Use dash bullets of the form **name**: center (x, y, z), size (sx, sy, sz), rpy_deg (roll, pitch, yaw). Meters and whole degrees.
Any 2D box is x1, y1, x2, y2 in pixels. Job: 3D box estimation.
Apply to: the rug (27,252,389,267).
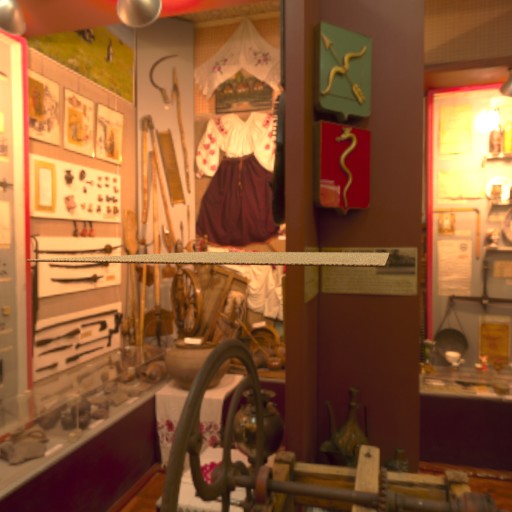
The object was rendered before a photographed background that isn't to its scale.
- **rug**: center (0.000, 0.000, 4.273), size (2.439, 0.014, 3.207), rpy_deg (0, 2, 17)
